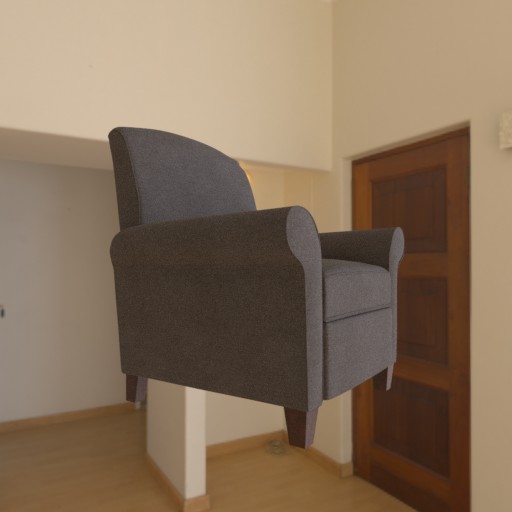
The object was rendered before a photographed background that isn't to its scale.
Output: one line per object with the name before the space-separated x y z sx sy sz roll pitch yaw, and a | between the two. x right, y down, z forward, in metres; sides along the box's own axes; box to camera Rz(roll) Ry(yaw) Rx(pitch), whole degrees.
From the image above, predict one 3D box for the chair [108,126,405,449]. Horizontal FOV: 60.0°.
chair | 0.000 0.000 1.731 0.905 1.061 0.978 -1 -1 35
